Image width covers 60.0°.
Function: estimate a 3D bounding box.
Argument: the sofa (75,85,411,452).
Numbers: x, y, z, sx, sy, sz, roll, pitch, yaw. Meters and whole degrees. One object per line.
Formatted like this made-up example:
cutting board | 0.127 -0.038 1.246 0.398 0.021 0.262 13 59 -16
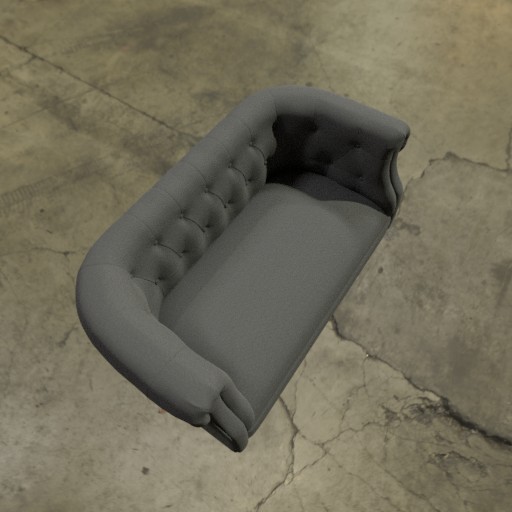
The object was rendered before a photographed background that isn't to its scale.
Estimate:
sofa | 0.000 0.000 2.036 0.835 0.827 1.558 31 64 17
